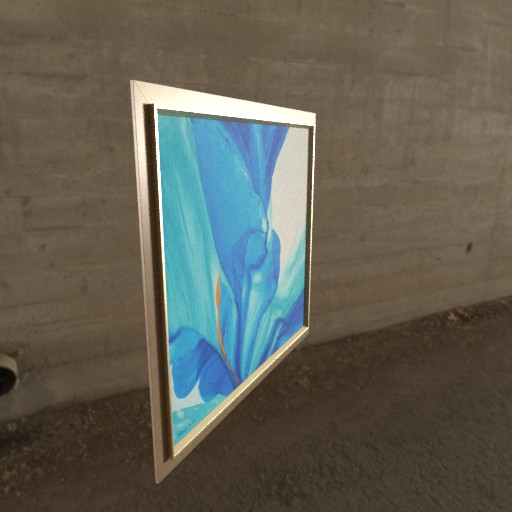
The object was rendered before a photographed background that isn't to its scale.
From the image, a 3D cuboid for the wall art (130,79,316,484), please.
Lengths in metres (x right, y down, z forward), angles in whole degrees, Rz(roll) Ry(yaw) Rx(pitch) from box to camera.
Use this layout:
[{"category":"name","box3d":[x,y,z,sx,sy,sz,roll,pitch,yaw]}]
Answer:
[{"category":"wall art","box3d":[0.000,0.000,1.619,0.025,1.067,1.168,7,16,27]}]
